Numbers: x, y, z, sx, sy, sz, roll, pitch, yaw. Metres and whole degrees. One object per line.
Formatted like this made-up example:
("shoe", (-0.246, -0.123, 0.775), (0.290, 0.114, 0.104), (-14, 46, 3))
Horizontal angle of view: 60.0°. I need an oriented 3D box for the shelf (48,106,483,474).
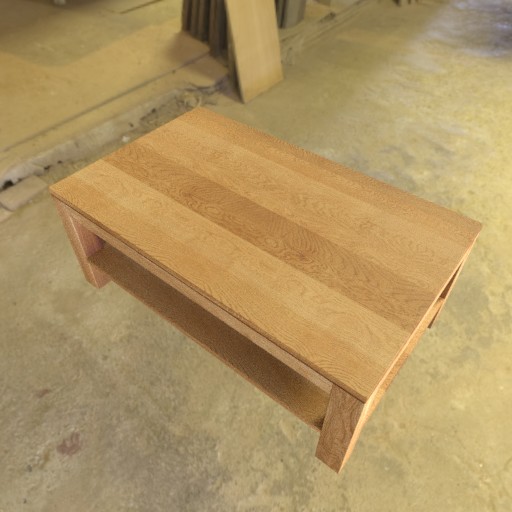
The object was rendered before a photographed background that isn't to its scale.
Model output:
("shelf", (0.000, 0.000, 1.520), (1.150, 0.450, 0.700), (30, 53, 26))
